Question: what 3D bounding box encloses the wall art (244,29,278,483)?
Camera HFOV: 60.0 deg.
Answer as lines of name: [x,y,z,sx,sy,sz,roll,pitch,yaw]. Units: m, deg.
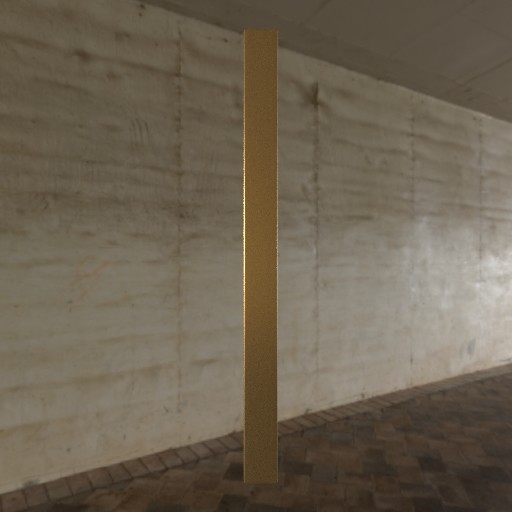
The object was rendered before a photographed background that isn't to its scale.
wall art: [0.000,0.000,0.450,0.023,0.305,0.305,0,0,-1]
